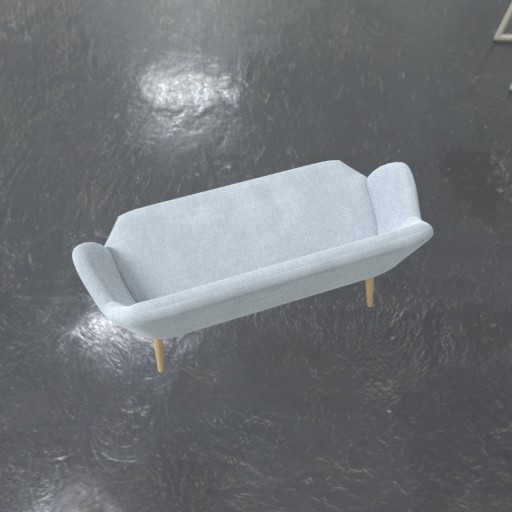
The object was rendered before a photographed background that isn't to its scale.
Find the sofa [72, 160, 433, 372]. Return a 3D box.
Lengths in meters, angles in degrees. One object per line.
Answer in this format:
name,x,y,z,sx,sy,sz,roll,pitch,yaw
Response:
sofa,0.000,0.000,1.603,1.150,0.840,0.610,-16,62,-9
